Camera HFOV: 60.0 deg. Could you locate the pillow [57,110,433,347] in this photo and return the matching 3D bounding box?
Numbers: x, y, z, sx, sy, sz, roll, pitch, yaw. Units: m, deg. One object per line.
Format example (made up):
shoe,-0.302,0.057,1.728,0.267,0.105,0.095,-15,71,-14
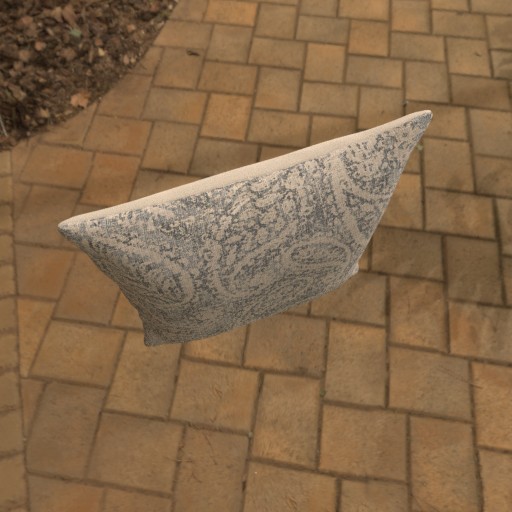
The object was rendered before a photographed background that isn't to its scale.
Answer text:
pillow,0.000,0.000,0.795,0.523,0.510,0.166,-19,65,-9
